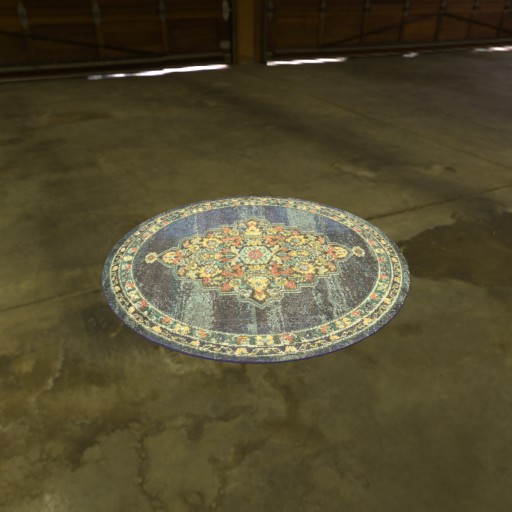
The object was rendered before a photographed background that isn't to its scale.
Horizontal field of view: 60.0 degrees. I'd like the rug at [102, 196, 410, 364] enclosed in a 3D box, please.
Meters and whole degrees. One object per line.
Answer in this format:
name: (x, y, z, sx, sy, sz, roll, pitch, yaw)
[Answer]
rug: (0.000, 0.000, 2.383, 1.591, 0.010, 1.591, 0, 31, 0)
